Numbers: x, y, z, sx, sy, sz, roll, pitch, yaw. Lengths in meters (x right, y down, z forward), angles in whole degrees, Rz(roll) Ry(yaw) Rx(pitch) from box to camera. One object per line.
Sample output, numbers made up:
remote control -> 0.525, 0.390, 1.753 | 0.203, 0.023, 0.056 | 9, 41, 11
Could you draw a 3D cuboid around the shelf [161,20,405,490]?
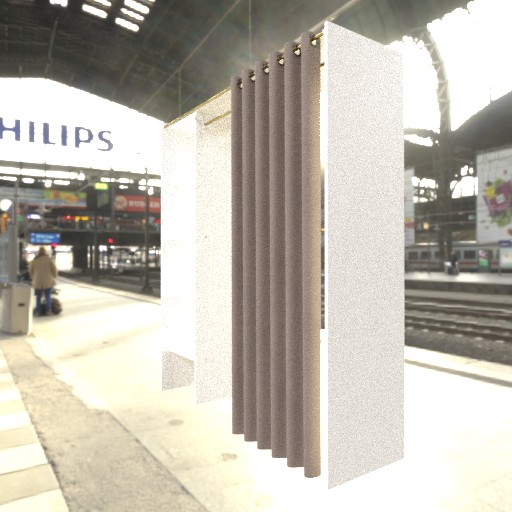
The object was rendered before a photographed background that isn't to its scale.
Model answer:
shelf -> 0.000, 0.000, 2.497 | 0.500, 1.820, 1.600 | 0, -1, -35
